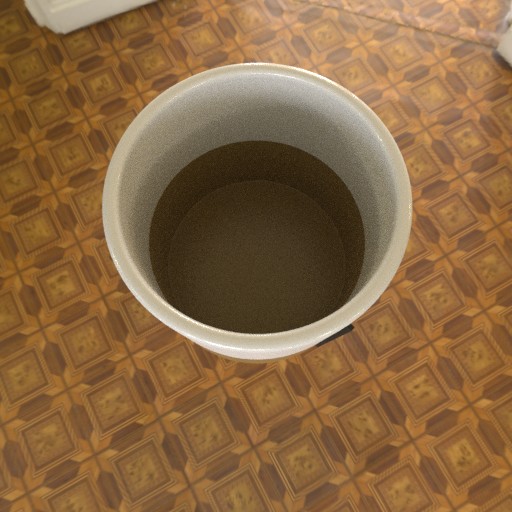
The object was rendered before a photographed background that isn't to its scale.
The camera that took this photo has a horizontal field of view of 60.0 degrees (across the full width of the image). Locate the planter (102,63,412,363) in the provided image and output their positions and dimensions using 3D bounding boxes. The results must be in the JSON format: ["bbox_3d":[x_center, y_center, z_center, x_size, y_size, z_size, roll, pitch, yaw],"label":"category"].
[{"bbox_3d":[0.000,0.000,0.632,0.310,0.432,0.310,-28,77,-7],"label":"planter"}]
